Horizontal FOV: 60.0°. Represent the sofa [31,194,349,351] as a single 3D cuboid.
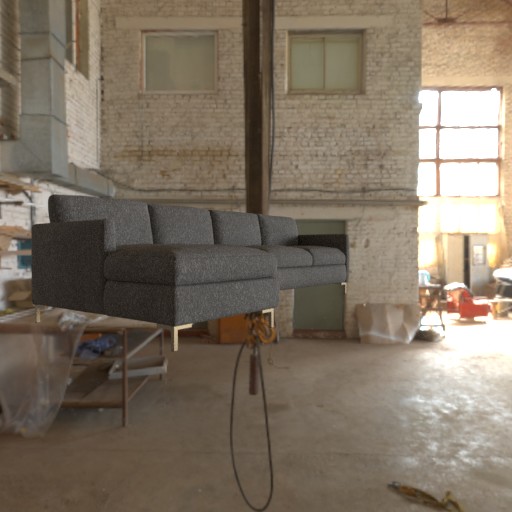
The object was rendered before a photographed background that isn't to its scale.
[{"bbox_3d":[0.000,0.000,3.488,1.350,0.810,2.932,1,1,37],"label":"sofa"}]
